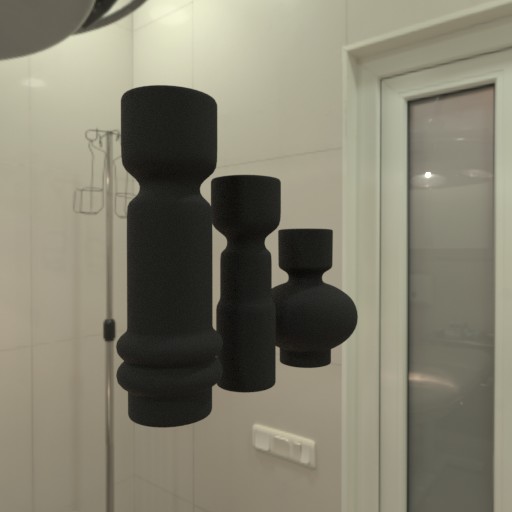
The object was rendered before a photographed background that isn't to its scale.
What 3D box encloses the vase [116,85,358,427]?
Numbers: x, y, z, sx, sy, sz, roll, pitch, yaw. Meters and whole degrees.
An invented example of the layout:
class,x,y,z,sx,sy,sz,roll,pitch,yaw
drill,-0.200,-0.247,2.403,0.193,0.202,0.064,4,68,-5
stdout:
class,x,y,z,sx,sy,sz,roll,pitch,yaw
vase,0.000,0.000,0.443,0.120,0.249,0.307,1,1,38
